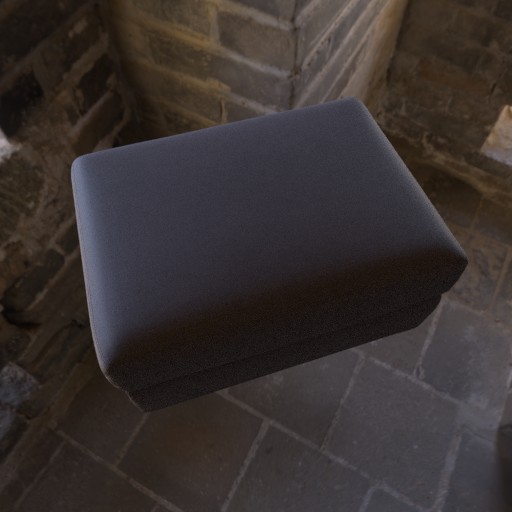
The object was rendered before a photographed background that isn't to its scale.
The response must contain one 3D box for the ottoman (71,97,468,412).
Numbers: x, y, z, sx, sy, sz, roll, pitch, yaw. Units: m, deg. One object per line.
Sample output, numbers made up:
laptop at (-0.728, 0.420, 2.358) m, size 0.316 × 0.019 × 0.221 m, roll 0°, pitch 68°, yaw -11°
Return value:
ottoman at (0.000, 0.000, 1.141) m, size 0.773 × 0.497 × 0.574 m, roll -15°, pitch 59°, yaw -10°
